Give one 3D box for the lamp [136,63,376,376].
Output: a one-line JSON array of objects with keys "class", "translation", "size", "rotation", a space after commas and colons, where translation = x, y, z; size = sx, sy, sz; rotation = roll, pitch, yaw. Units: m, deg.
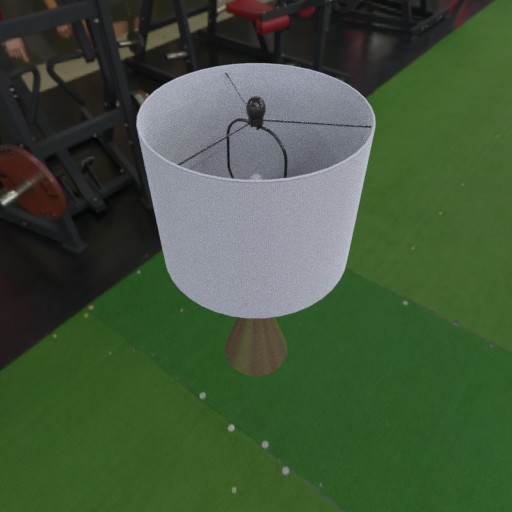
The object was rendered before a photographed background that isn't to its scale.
[{"class": "lamp", "translation": [0.000, 0.000, 0.764], "size": [0.304, 0.573, 0.304], "rotation": [31, 53, 27]}]
